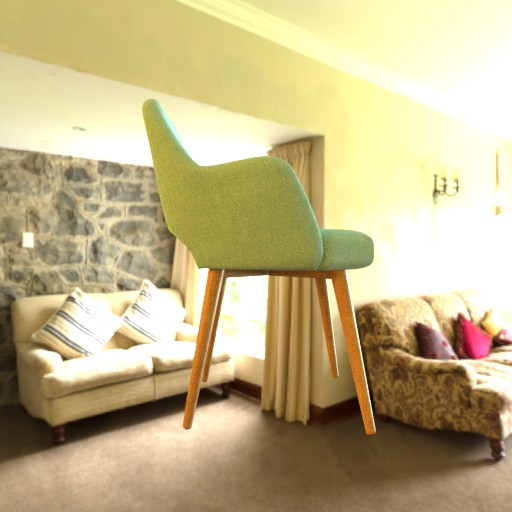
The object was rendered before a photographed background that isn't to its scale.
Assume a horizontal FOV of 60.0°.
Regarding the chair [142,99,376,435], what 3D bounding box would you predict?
[{"bbox_3d":[0.000,0.000,1.270,0.610,0.840,0.590,0,1,0],"label":"chair"}]
